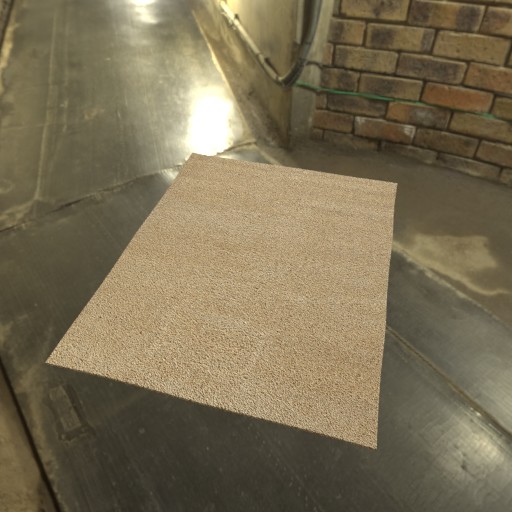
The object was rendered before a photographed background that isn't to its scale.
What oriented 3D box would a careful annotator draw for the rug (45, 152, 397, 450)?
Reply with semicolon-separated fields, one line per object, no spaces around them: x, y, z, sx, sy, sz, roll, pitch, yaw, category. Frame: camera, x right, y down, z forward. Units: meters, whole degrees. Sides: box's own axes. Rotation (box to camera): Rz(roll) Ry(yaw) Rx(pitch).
0.000;0.000;4.073;2.400;0.025;3.000;11;46;11;rug
